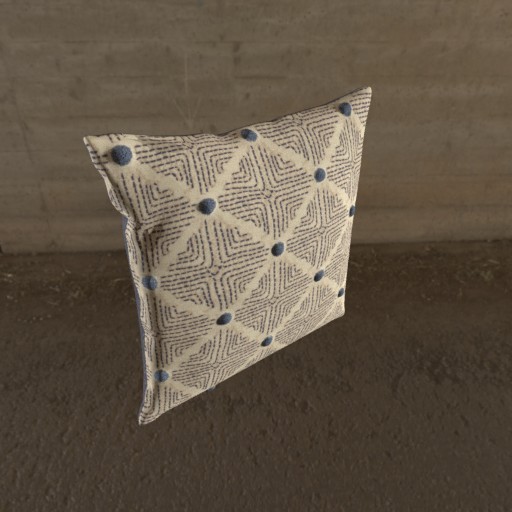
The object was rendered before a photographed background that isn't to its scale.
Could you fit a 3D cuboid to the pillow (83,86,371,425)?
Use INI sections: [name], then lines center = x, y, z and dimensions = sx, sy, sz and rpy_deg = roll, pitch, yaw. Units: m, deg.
[pillow]
center = 0.000, 0.000, 0.775
dimensions = 0.510, 0.510, 0.145
rpy_deg = -21, 37, -31
